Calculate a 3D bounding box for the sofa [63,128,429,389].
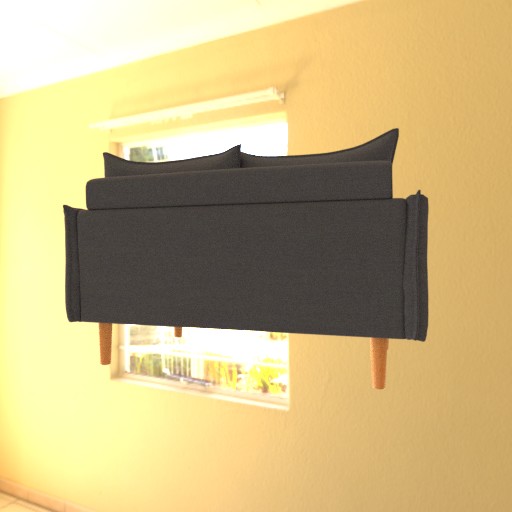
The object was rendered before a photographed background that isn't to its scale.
[{"bbox_3d":[0.000,0.000,1.854,1.300,0.840,0.820,0,0,18],"label":"sofa"}]
